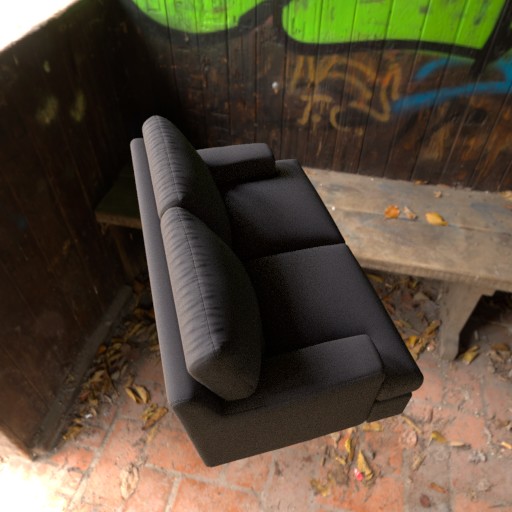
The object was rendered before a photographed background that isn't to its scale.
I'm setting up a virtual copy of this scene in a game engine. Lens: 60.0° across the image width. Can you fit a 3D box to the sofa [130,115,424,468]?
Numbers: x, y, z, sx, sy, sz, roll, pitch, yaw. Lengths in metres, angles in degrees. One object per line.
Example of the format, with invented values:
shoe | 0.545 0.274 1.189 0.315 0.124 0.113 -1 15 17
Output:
sofa | 0.000 0.000 2.489 1.143 0.940 1.880 -11 48 -10
